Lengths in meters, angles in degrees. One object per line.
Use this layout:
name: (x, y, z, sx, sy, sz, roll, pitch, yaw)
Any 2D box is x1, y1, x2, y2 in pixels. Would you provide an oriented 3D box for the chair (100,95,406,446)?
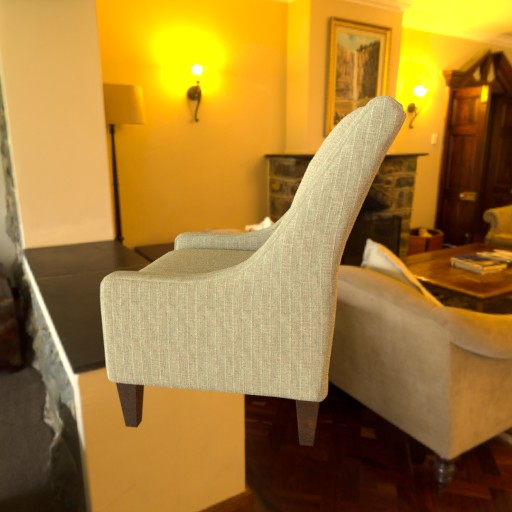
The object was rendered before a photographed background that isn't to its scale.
chair: (0.000, 0.000, 1.610, 0.870, 1.014, 0.774, 2, 14, 9)
